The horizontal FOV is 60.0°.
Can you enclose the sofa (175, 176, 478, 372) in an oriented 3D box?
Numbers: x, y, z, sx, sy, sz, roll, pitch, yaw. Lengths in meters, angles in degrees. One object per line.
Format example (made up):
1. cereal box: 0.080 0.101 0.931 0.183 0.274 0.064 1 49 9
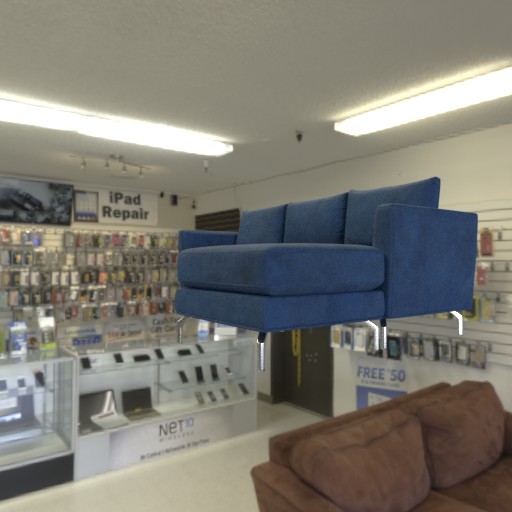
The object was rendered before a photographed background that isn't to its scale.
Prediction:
1. sofa: 0.000 0.000 3.224 1.622 0.987 2.438 1 -1 -36
